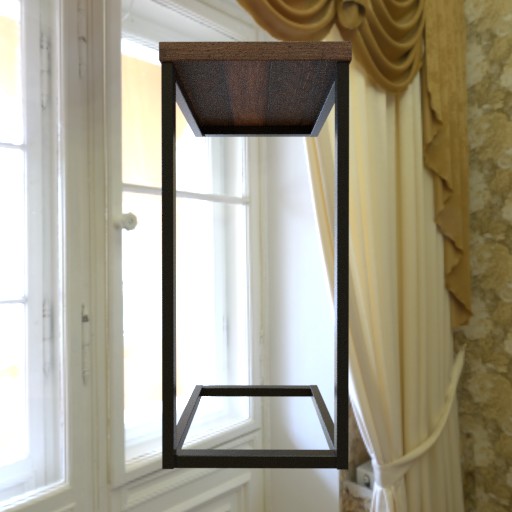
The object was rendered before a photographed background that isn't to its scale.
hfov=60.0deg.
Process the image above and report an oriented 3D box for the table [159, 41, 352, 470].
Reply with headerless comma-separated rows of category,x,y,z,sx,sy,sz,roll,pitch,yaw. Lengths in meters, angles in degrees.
table,0.000,0.000,0.946,0.323,0.718,0.414,0,1,0
